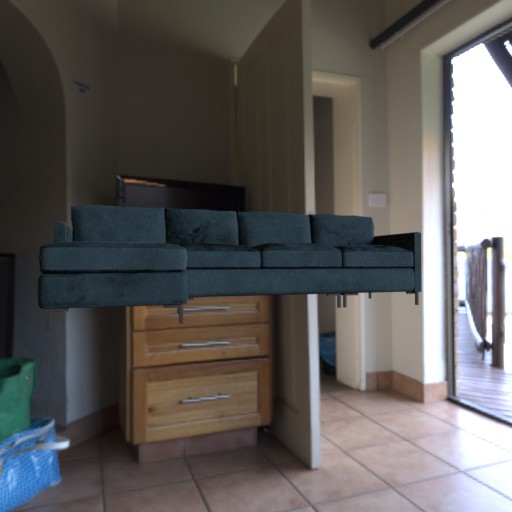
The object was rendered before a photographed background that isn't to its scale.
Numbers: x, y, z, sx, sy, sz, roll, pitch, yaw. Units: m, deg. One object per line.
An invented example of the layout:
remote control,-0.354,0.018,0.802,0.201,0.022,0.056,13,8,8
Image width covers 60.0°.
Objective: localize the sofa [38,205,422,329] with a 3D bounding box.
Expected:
sofa,0.000,0.000,4.019,3.400,0.967,1.500,0,-1,-19
